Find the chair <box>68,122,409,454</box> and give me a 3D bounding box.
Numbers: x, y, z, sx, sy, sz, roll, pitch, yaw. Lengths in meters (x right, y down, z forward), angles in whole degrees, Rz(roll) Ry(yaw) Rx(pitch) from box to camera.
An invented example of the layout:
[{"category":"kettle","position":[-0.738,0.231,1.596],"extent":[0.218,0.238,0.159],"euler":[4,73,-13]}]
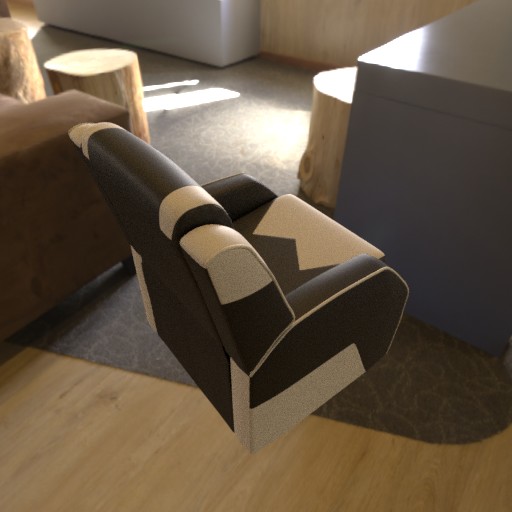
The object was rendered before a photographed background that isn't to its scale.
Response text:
[{"category":"chair","position":[0.000,0.000,1.248],"extent":[0.672,0.805,0.620],"euler":[-26,46,-28]}]
